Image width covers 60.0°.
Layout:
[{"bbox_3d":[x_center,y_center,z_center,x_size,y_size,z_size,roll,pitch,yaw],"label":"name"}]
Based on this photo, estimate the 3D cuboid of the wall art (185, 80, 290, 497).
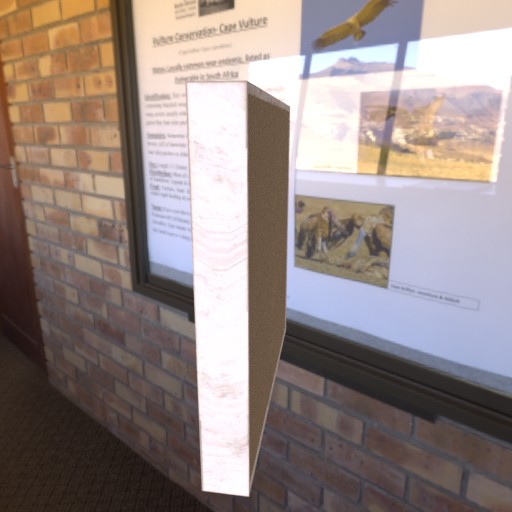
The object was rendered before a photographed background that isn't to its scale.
[{"bbox_3d":[0.000,0.000,0.452,0.038,0.303,0.305,3,16,9],"label":"wall art"}]
